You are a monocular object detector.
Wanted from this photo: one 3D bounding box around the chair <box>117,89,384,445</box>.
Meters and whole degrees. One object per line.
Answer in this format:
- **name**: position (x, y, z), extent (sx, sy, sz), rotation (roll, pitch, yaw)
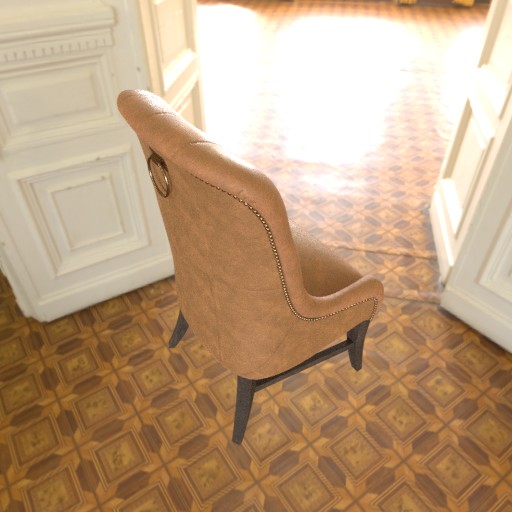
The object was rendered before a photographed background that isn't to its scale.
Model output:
- **chair**: position (0.000, 0.000, 1.440), extent (0.629, 1.091, 0.634), rotation (-25, 47, -26)
